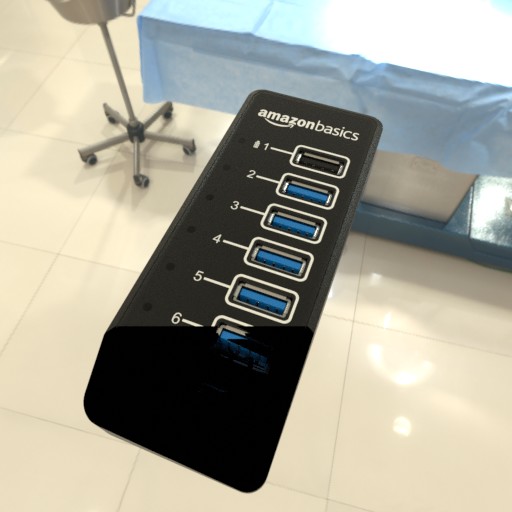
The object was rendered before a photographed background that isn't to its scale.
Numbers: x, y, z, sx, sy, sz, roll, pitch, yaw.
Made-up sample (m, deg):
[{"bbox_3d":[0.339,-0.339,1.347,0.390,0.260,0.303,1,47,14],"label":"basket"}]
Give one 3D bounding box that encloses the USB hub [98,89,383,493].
[{"bbox_3d":[0.000,0.000,0.123,0.044,0.023,0.110,18,60,11],"label":"USB hub"}]
